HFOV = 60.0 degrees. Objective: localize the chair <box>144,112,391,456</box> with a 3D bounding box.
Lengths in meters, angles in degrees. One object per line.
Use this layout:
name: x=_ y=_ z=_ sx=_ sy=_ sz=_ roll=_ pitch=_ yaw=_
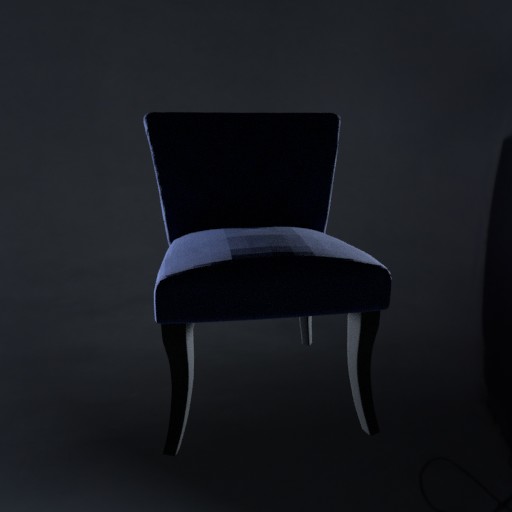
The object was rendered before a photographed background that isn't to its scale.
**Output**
chair: x=0.000 y=0.000 z=1.202 sx=0.585 sy=0.753 sz=0.606 roll=-2 pitch=17 yaw=-8
